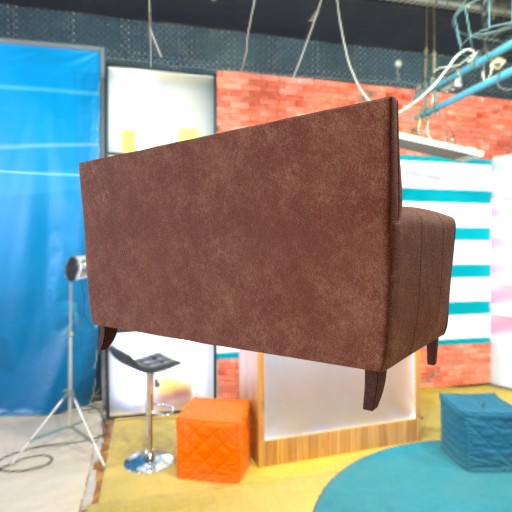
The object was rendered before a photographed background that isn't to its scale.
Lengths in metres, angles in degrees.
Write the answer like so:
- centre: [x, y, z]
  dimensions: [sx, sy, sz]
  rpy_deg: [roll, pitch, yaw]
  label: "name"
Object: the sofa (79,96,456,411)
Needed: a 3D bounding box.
- centre: [0.000, 0.000, 1.923]
  dimensions: [1.473, 0.871, 0.787]
  rpy_deg: [0, 1, 37]
  label: "sofa"
